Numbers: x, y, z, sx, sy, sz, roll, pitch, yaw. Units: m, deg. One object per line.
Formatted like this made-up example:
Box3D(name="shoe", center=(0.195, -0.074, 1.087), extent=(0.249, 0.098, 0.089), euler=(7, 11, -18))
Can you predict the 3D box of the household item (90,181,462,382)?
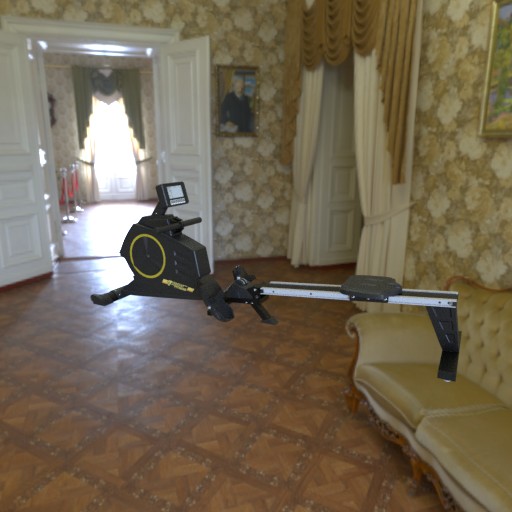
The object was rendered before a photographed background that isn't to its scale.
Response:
Box3D(name="household item", center=(0.000, 0.000, 2.596), extent=(2.251, 0.810, 0.521), euler=(7, 16, 26))
